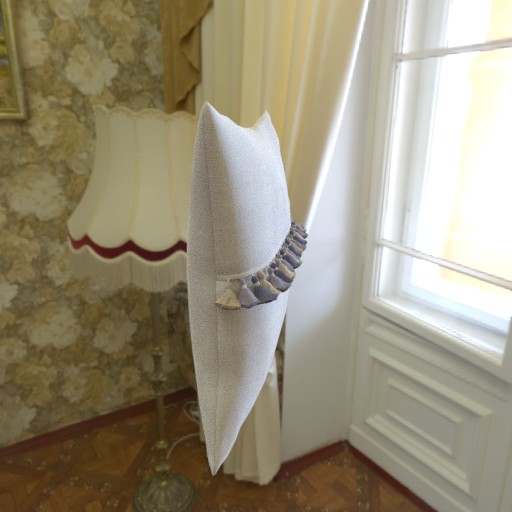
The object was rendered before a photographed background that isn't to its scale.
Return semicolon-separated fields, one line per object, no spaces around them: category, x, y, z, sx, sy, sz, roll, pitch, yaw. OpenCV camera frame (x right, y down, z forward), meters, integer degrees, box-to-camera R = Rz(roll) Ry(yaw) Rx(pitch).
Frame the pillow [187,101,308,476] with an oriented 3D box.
pillow;0.000;0.000;0.755;0.165;0.481;0.489;3;17;9
